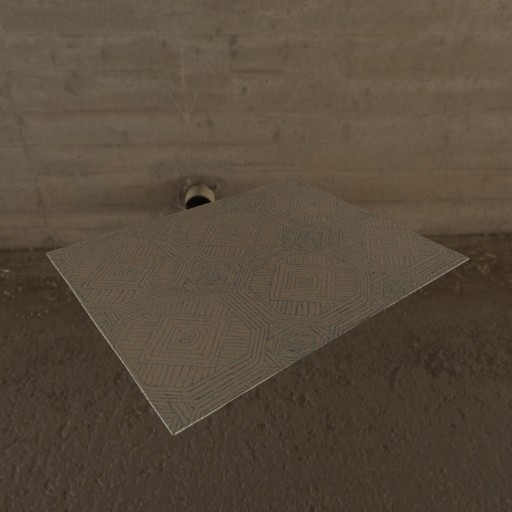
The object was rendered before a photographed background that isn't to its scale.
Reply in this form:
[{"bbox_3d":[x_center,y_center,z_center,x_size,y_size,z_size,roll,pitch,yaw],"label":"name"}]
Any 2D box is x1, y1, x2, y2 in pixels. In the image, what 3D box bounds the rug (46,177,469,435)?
[{"bbox_3d":[0.000,0.000,4.092,3.049,0.015,2.457,-22,38,-31],"label":"rug"}]
